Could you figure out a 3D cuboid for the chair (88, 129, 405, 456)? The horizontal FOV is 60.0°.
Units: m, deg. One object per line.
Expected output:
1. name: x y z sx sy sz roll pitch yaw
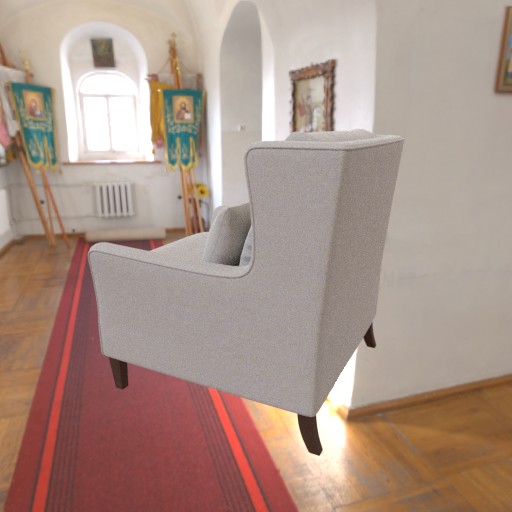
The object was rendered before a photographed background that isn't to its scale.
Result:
1. chair: 0.000 0.000 1.921 1.040 1.056 0.982 8 18 26
